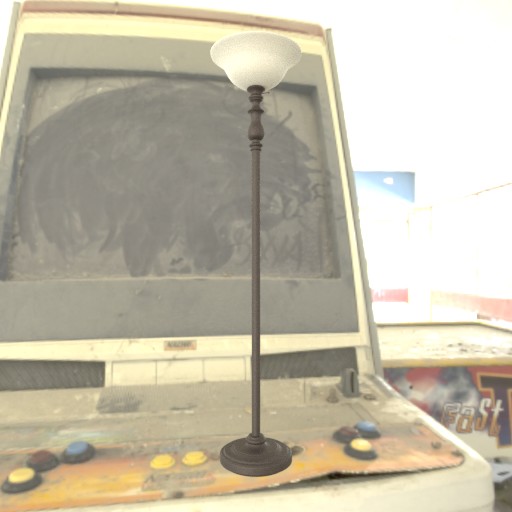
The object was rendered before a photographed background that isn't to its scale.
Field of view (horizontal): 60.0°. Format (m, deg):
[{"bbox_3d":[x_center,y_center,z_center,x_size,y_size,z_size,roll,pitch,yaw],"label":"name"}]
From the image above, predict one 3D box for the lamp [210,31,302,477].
[{"bbox_3d":[0.000,0.000,1.956,0.405,1.797,0.405,0,-2,17],"label":"lamp"}]
